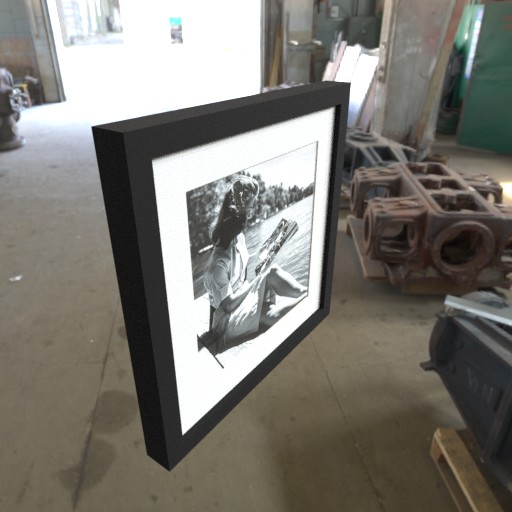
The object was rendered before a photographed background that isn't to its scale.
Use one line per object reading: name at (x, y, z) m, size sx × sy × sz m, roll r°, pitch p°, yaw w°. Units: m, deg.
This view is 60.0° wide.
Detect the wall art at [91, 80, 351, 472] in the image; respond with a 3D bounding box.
wall art at (0.000, 0.000, 0.451) m, size 0.030 × 0.305 × 0.308 m, roll 19°, pitch 33°, yaw 32°
